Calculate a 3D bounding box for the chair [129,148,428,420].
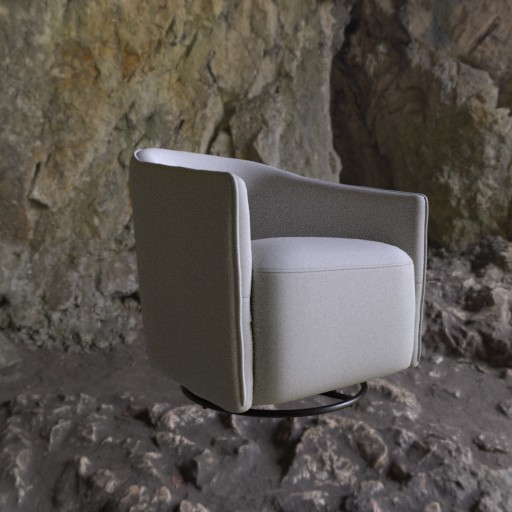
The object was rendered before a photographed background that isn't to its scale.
[{"bbox_3d":[0.000,0.000,1.451,0.747,0.799,0.875,-1,2,-36],"label":"chair"}]
